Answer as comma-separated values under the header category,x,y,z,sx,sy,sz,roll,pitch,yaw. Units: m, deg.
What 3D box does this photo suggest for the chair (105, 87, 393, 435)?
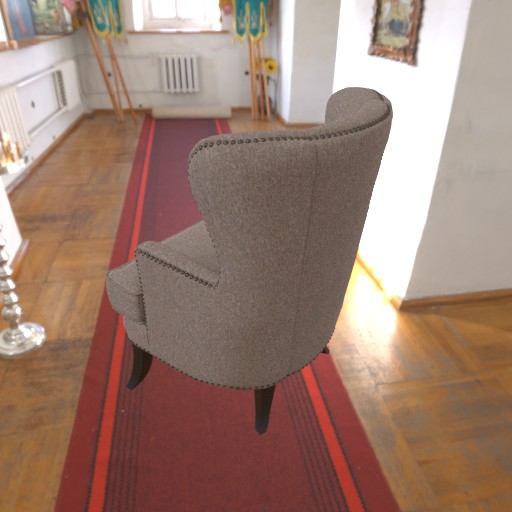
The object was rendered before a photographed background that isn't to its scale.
category,x,y,z,sx,sy,sz,roll,pitch,yaw
chair,0.000,0.000,1.536,0.758,1.060,0.759,20,37,30
